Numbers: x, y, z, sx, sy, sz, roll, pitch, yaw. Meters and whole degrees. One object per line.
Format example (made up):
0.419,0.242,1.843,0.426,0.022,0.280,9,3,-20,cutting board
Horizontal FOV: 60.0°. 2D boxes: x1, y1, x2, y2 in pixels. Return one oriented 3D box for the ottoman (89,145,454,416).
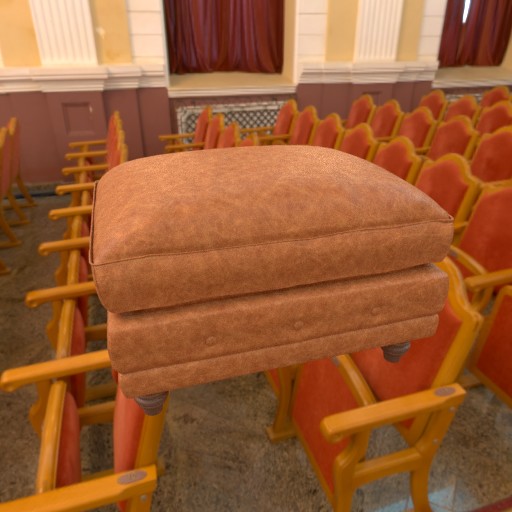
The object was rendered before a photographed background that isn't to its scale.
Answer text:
0.000,0.000,1.077,0.710,0.480,0.533,-8,27,-15,ottoman
